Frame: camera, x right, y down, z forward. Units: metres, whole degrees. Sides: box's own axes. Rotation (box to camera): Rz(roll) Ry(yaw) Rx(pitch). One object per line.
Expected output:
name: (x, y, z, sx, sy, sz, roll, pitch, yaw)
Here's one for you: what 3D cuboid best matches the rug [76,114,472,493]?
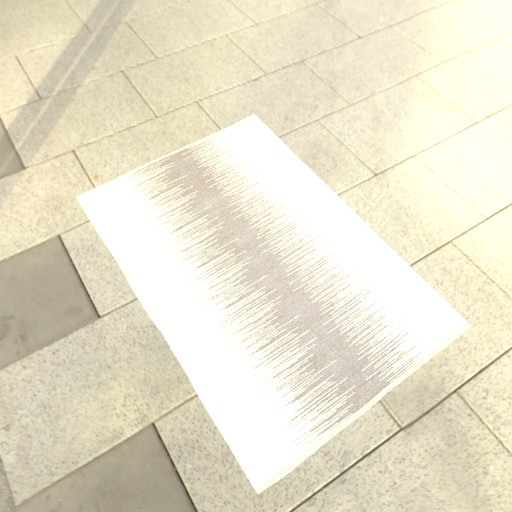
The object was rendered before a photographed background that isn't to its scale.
rug: (0.000, 0.000, 2.293, 1.226, 0.007, 1.815, -30, 62, -18)
